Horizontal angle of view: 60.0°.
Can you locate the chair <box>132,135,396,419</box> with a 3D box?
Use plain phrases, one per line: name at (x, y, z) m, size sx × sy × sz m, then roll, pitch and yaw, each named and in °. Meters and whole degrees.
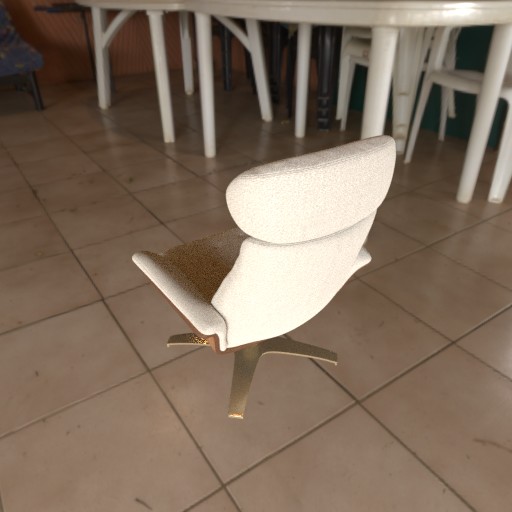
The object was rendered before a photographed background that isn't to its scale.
chair at (0.000, 0.000, 1.620) m, size 0.785 × 0.995 × 0.837 m, roll -21°, pitch 37°, yaw -30°
